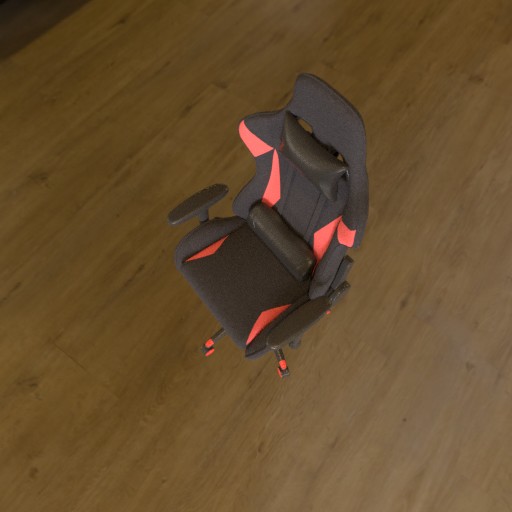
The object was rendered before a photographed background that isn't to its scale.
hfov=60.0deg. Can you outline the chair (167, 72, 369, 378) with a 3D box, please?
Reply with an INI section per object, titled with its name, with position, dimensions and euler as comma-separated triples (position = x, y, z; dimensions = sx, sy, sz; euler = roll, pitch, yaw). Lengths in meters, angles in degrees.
[chair]
position = 0.000, 0.000, 1.693
dimensions = 0.658, 1.326, 0.695
euler = -35, 68, -16
